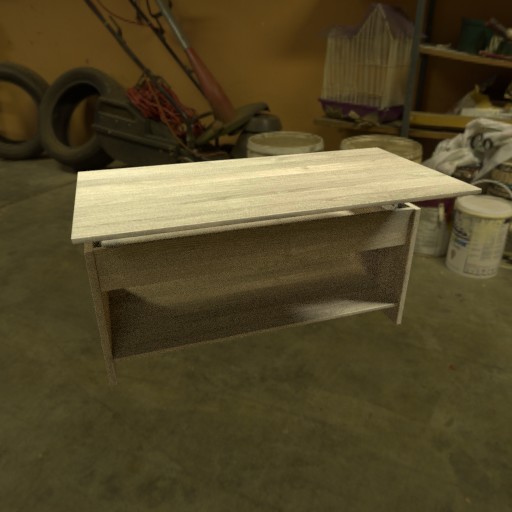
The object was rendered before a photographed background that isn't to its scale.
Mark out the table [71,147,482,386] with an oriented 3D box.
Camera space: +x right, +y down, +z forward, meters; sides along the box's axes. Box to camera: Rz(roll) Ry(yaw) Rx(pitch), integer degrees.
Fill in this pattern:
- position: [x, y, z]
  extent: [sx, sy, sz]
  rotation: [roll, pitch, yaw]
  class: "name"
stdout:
- position: [0.000, 0.000, 1.439]
  extent: [1.000, 0.570, 0.712]
  rotation: [-8, 28, -16]
  class: "table"
